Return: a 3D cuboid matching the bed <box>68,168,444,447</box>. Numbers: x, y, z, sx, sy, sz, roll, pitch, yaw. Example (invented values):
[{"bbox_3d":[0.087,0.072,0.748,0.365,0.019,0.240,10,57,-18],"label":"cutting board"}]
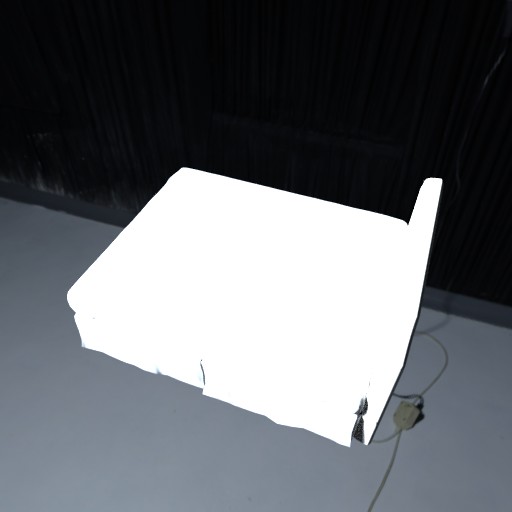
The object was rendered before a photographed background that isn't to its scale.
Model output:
[{"bbox_3d":[0.000,0.000,3.648,2.498,1.293,1.977,16,47,15],"label":"bed"}]
